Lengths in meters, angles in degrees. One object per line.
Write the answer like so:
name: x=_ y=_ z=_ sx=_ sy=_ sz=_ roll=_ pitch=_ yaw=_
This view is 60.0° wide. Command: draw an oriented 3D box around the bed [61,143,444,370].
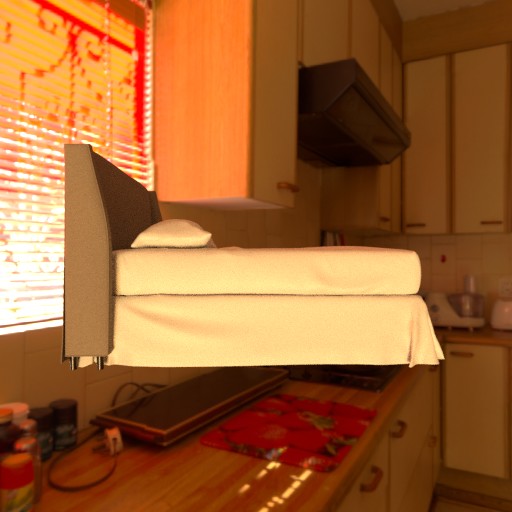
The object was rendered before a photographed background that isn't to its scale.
bed: x=0.000 y=0.000 z=3.500 sx=2.276 sy=1.332 sz=1.925 roll=0 pitch=0 yaw=-1
